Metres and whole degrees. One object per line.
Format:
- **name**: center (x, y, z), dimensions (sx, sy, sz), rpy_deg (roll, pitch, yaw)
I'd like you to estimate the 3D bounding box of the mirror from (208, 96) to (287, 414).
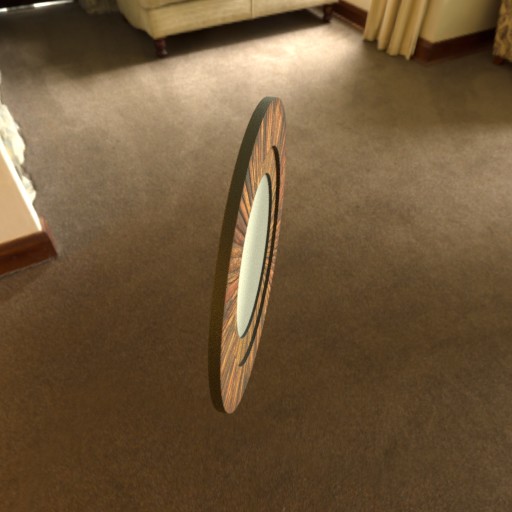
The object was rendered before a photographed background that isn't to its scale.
- **mirror**: center (0.000, 0.000, 1.586), dimensions (0.036, 1.077, 1.077), rpy_deg (9, 47, 8)
